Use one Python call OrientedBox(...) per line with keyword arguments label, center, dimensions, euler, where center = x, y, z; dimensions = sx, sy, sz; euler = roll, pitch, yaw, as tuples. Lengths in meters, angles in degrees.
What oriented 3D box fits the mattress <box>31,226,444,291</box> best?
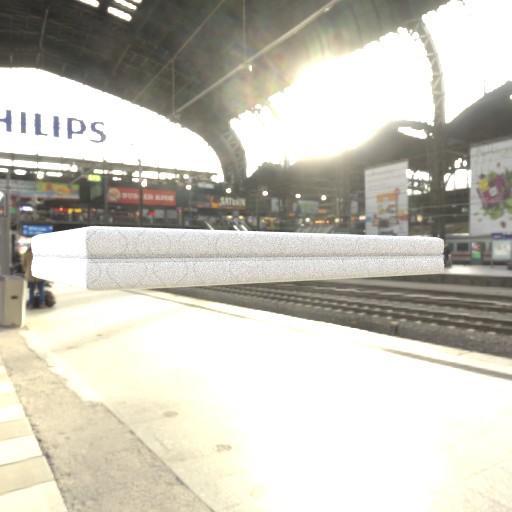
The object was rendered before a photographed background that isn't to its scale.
OrientedBox(label="mattress", center=(0.000, 0.000, 2.227), dimensions=(1.900, 0.200, 0.900), euler=(0, 1, -36))
